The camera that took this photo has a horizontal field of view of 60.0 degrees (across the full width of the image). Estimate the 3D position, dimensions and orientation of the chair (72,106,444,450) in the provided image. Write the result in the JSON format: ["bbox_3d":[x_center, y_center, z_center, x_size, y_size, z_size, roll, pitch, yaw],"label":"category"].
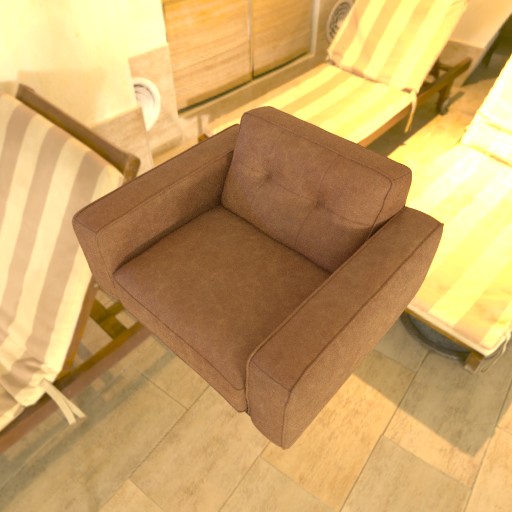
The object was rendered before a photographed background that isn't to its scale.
[{"bbox_3d":[0.000,0.000,1.793,1.118,0.782,0.952,33,55,28],"label":"chair"}]
